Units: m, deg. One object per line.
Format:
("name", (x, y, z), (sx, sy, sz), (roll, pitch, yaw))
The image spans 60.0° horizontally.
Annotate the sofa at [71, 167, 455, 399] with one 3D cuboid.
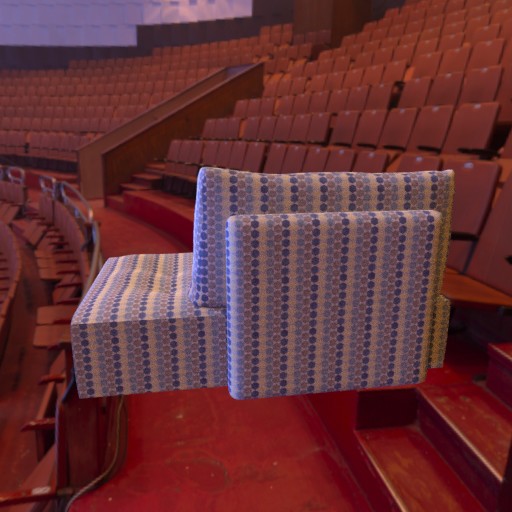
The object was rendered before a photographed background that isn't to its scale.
("sofa", (0.000, 0.000, 1.975), (1.450, 0.820, 1.000), (-2, 15, -9))
